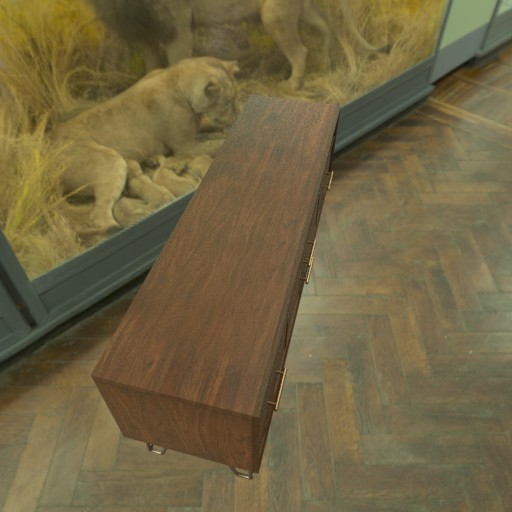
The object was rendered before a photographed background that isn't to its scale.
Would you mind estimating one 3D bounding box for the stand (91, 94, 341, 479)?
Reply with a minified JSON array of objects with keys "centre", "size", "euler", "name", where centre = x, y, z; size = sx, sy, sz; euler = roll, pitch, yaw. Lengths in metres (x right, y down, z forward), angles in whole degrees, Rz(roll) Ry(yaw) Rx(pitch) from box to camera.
[{"centre":[0.000,0.000,1.888],"size":[0.481,0.610,1.626],"euler":[11,47,10],"name":"stand"}]
